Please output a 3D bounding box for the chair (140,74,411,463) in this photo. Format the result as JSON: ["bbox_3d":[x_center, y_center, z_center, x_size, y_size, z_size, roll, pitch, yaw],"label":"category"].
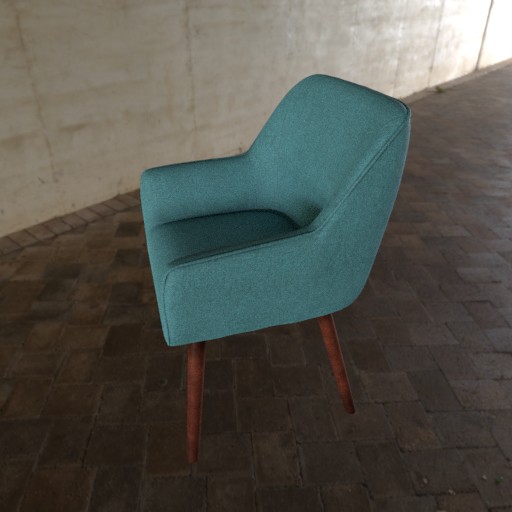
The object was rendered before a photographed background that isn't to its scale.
[{"bbox_3d":[0.000,0.000,1.129,0.519,0.803,0.543,-9,32,-14],"label":"chair"}]
